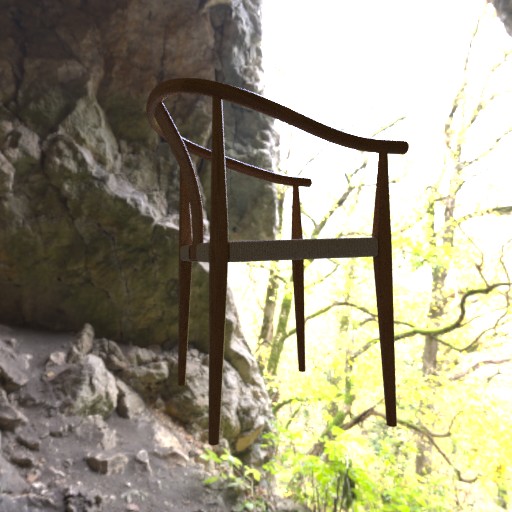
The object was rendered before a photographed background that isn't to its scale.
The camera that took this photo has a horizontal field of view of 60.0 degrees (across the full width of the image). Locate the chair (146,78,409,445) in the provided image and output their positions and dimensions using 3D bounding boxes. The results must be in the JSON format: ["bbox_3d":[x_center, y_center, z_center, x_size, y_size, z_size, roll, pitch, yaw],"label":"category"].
[{"bbox_3d":[0.000,0.000,1.207,0.579,0.800,0.556,0,0,-18],"label":"chair"}]
